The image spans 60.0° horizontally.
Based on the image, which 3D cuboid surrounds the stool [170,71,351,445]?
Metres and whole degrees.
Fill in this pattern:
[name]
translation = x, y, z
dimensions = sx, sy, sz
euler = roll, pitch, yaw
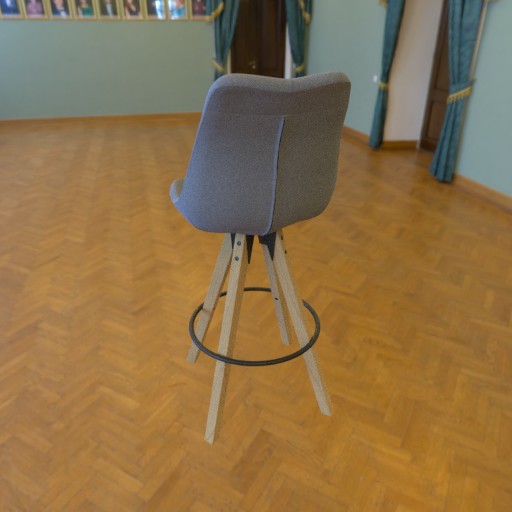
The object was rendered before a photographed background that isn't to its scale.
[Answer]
[stool]
translation = 0.000, 0.000, 1.404
dimensions = 0.485, 1.115, 0.550
euler = -8, 28, -15
